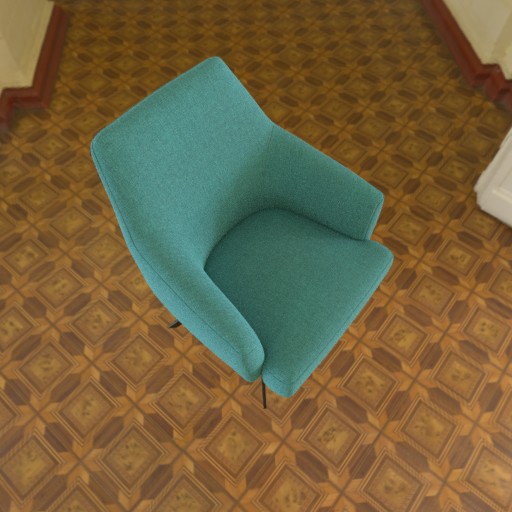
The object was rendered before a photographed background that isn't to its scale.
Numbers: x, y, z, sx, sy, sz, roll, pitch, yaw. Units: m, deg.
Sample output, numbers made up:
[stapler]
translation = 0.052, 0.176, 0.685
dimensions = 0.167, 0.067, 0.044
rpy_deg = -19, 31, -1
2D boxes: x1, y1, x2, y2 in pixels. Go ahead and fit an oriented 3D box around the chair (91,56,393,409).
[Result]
[chair]
translation = 0.000, 0.000, 1.343
dimensions = 0.677, 0.874, 0.642
rpy_deg = 35, 63, 20
